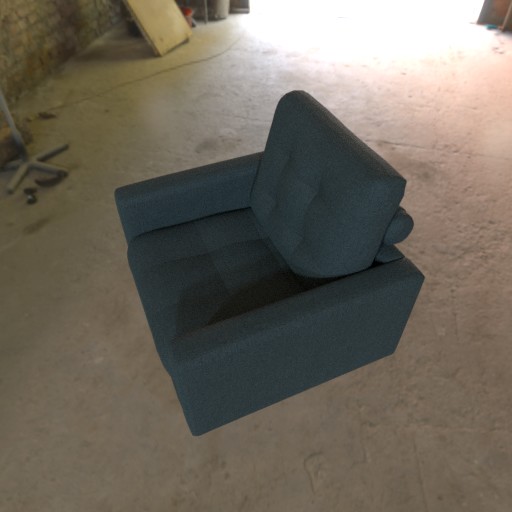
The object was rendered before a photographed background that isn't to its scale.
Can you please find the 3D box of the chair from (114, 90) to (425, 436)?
[{"bbox_3d":[0.000,0.000,1.569,0.843,0.880,0.821,-17,48,-16],"label":"chair"}]
